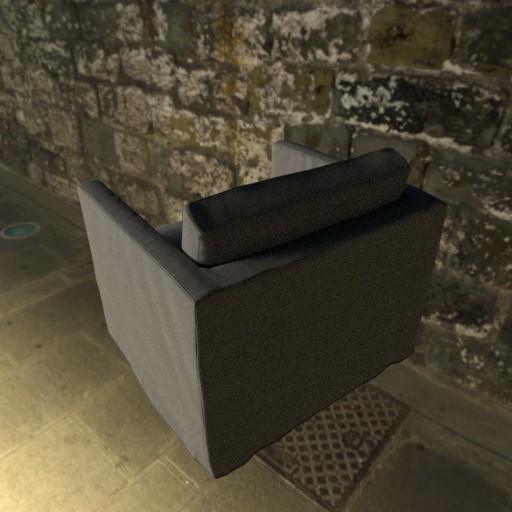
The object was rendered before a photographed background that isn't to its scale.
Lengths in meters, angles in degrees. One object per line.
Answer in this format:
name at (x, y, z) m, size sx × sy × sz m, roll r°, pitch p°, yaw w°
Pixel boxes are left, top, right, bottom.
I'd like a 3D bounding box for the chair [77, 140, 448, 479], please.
chair at (0.000, 0.000, 1.748) m, size 1.057 × 0.863 × 0.949 m, roll -20°, pitch 36°, yaw -30°
